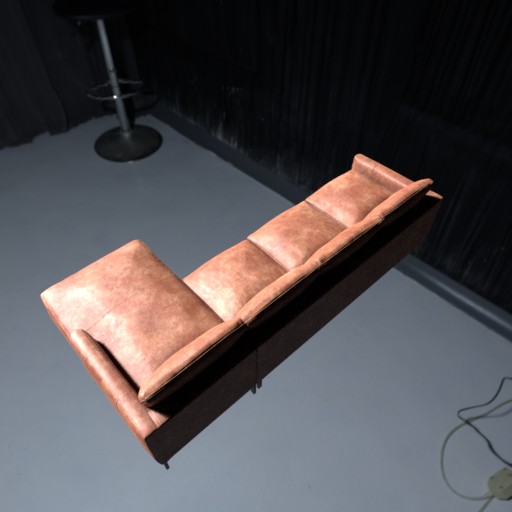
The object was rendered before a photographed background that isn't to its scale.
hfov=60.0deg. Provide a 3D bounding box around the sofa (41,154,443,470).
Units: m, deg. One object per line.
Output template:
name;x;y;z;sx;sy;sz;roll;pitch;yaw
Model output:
sofa;0.000;0.000;3.584;2.993;0.859;1.471;-34;56;-27
